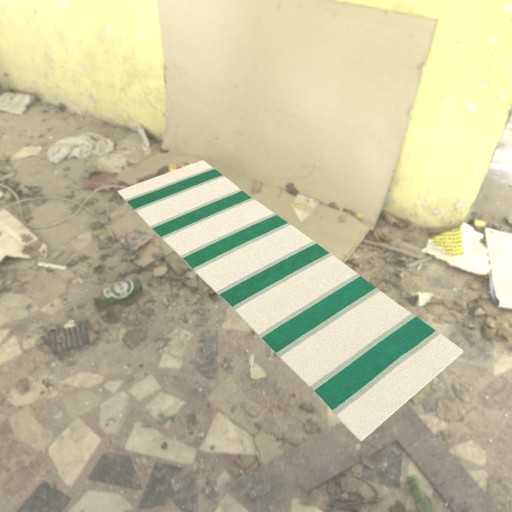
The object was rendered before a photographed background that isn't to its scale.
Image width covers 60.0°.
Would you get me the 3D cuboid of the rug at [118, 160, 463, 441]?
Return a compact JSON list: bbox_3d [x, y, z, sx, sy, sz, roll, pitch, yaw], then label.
[{"bbox_3d":[0.000,0.000,2.787,0.768,0.012,2.438,-27,48,-27],"label":"rug"}]
